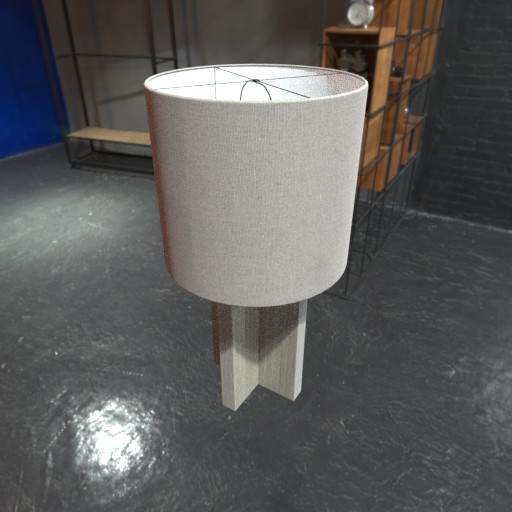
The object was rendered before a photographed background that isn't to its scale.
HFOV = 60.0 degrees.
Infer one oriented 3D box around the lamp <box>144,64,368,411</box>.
[{"bbox_3d":[0.000,0.000,0.569,0.229,0.428,0.229,18,35,28],"label":"lamp"}]
